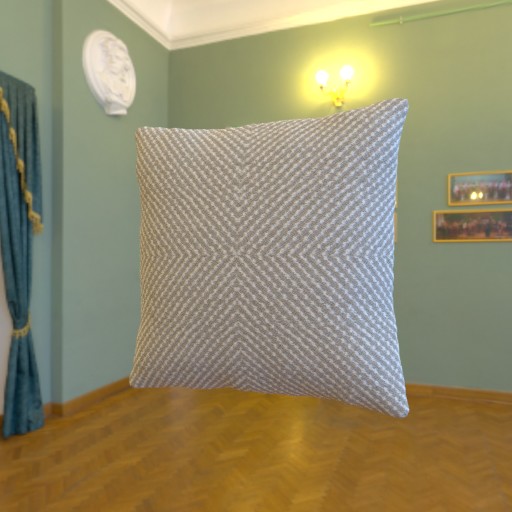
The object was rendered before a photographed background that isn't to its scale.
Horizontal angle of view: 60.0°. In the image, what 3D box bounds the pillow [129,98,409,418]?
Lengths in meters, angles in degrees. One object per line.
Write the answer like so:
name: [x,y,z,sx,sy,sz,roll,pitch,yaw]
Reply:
pillow: [0.000,0.000,0.703,0.459,0.458,0.181,0,0,19]
